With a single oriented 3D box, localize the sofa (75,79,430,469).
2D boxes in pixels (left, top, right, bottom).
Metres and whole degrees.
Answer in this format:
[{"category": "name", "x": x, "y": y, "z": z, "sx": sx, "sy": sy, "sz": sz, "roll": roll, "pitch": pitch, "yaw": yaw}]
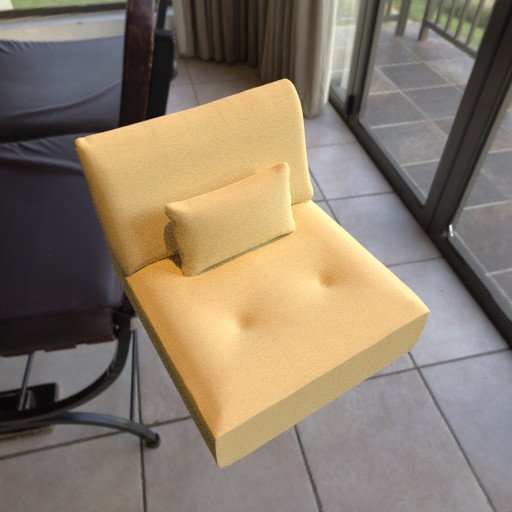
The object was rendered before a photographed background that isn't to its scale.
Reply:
[{"category": "sofa", "x": 0.000, "y": 0.000, "z": 1.695, "sx": 0.930, "sy": 0.820, "sz": 1.000, "roll": -24, "pitch": 51, "yaw": -21}]
